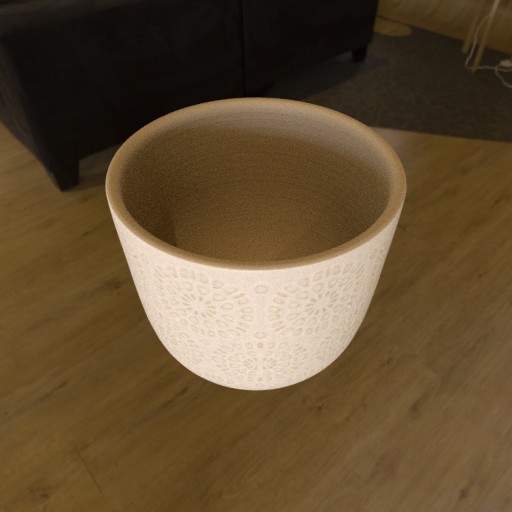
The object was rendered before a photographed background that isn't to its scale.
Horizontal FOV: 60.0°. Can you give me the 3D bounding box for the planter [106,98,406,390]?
[{"bbox_3d":[0.000,0.000,0.310,0.170,0.152,0.170,0,45,0],"label":"planter"}]
